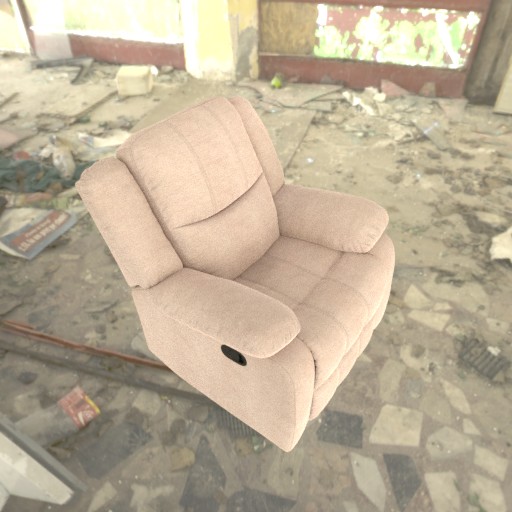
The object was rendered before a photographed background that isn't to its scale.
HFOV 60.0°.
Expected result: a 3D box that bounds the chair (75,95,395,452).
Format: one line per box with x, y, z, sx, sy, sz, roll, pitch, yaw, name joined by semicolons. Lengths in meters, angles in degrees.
0.000;0.000;1.753;0.944;1.008;0.899;26;47;27;chair
